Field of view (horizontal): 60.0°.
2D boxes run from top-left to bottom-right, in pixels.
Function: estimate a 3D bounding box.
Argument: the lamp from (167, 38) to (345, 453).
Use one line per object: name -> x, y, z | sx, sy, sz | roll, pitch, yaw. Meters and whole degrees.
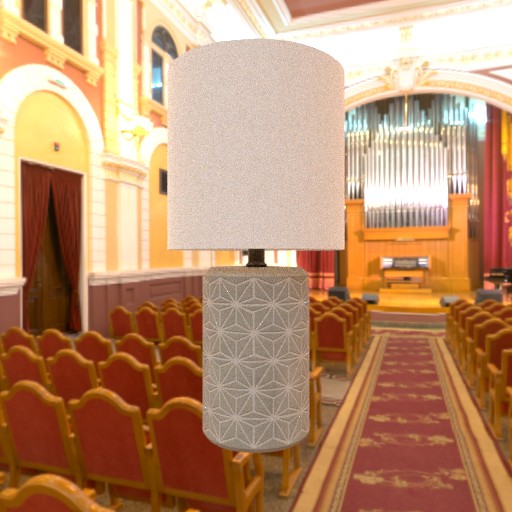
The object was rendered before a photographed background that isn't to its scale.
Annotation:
lamp -> 0.000, 0.000, 0.526 | 0.206, 0.416, 0.206 | 0, 0, 19
